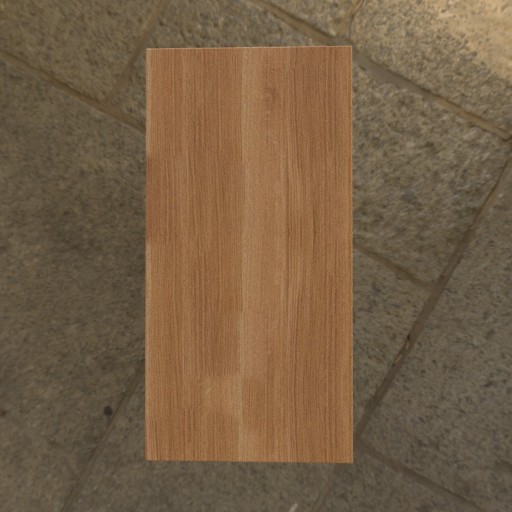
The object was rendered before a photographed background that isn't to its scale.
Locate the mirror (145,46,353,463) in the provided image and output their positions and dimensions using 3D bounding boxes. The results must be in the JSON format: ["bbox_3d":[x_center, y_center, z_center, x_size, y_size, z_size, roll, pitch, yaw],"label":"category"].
[{"bbox_3d":[0.000,0.000,1.353,0.400,1.000,0.800,0,90,2],"label":"mirror"}]
